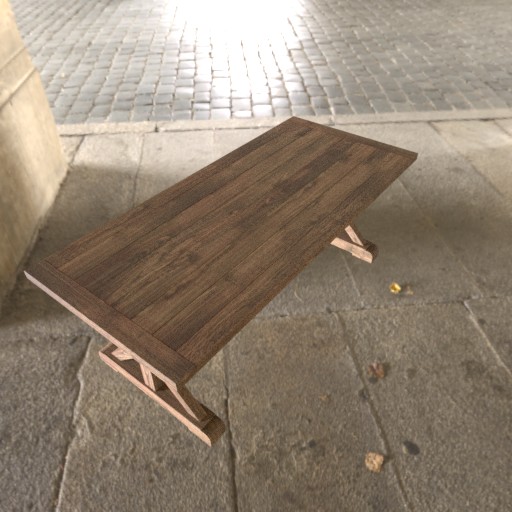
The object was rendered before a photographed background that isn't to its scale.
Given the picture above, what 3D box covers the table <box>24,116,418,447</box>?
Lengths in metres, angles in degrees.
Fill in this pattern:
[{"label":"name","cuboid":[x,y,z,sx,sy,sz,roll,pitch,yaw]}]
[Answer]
[{"label":"table","cuboid":[0.000,0.000,2.507,0.907,0.733,2.031,26,47,28]}]
